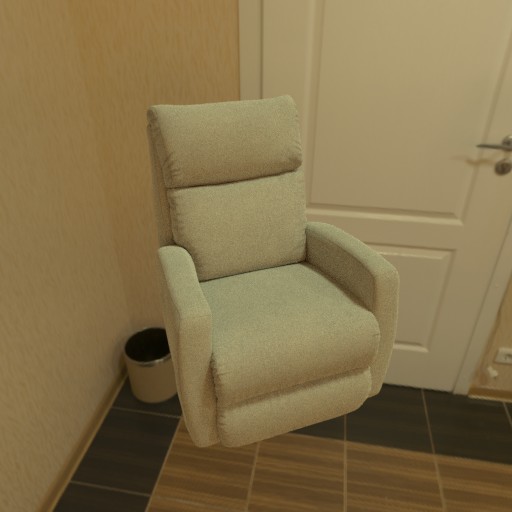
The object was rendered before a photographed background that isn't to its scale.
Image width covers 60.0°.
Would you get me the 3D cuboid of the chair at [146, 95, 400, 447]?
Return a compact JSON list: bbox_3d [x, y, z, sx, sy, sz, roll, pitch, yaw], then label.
[{"bbox_3d":[0.000,0.000,1.716,0.794,1.021,0.940,-10,33,-16],"label":"chair"}]
